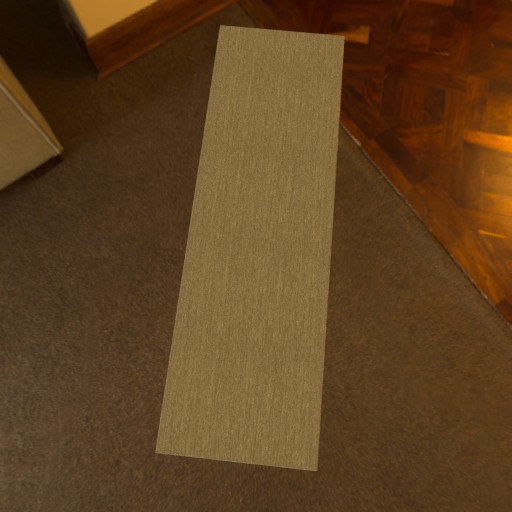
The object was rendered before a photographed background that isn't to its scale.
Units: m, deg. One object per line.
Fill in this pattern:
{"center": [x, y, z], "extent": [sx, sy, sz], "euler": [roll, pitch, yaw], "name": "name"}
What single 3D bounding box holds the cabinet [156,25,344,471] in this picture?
{"center": [0.000, 0.000, 1.550], "extent": [0.405, 0.787, 1.194], "euler": [6, 75, 2], "name": "cabinet"}
